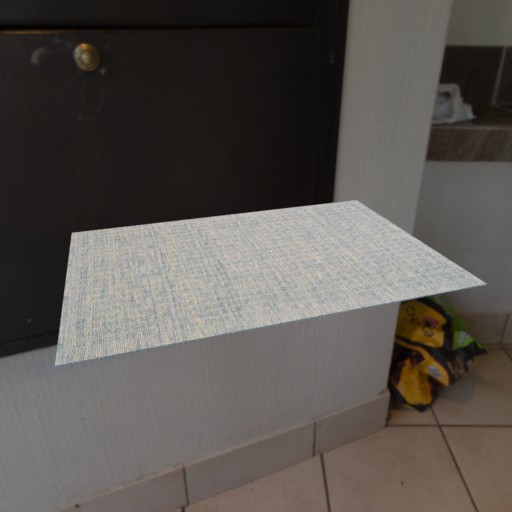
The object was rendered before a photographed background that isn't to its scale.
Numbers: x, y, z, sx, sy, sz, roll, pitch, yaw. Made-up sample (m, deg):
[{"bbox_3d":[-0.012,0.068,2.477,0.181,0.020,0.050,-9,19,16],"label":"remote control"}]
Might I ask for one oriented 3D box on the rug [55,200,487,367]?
[{"bbox_3d":[0.000,0.000,2.183,1.752,0.006,1.142,-8,28,-16],"label":"rug"}]
